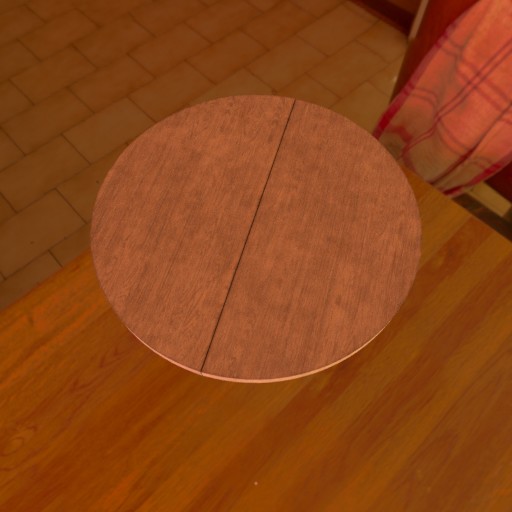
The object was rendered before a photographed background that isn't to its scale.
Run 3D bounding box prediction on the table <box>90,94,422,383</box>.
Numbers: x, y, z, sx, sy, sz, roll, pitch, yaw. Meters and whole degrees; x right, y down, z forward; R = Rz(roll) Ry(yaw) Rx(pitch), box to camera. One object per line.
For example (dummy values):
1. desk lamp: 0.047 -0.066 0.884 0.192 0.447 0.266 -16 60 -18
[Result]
1. table: 0.000 0.000 2.188 1.363 0.781 1.363 0 63 0
